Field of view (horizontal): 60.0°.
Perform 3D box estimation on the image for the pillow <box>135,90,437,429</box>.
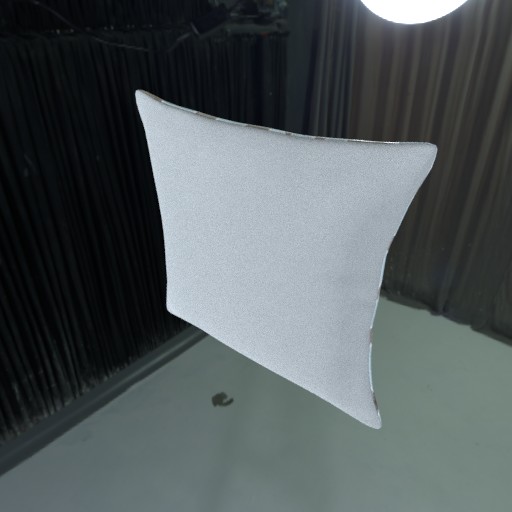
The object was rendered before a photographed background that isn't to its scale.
[{"bbox_3d":[0.000,0.000,0.794,0.552,0.508,0.166,22,37,33],"label":"pillow"}]
